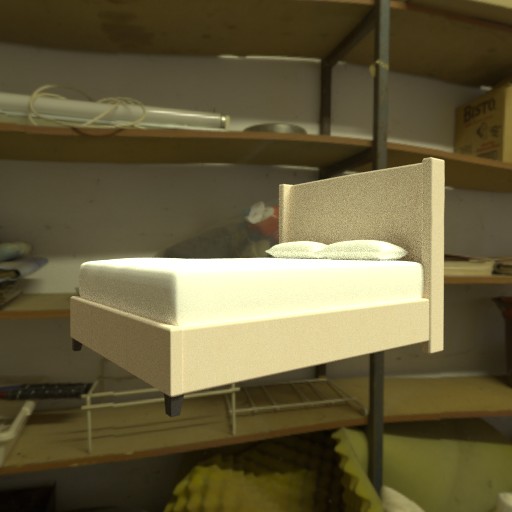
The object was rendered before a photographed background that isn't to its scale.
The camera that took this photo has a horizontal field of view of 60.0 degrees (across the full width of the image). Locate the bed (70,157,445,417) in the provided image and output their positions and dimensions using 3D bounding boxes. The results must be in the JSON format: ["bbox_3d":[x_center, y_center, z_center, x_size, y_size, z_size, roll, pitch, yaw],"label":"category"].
[{"bbox_3d":[0.000,0.000,3.424,2.293,1.471,1.778,-1,1,-37],"label":"bed"}]
